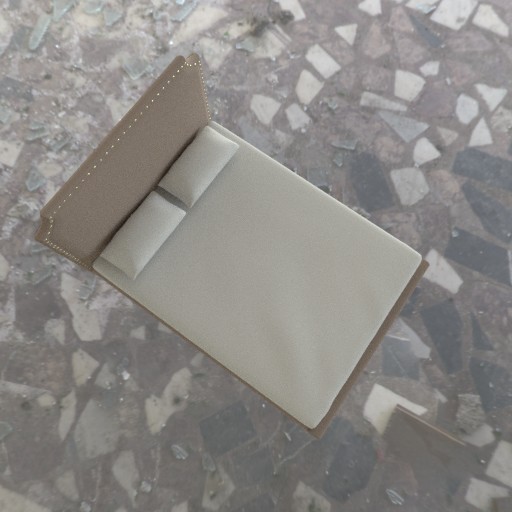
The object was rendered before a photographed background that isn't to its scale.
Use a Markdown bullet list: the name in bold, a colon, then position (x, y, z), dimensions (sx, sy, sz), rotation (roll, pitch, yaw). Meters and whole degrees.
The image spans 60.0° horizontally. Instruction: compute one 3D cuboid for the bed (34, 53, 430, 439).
- **bed**: position (0.000, 0.000, 3.421), dimensions (2.372, 1.443, 1.713), rotation (35, 78, 8)
